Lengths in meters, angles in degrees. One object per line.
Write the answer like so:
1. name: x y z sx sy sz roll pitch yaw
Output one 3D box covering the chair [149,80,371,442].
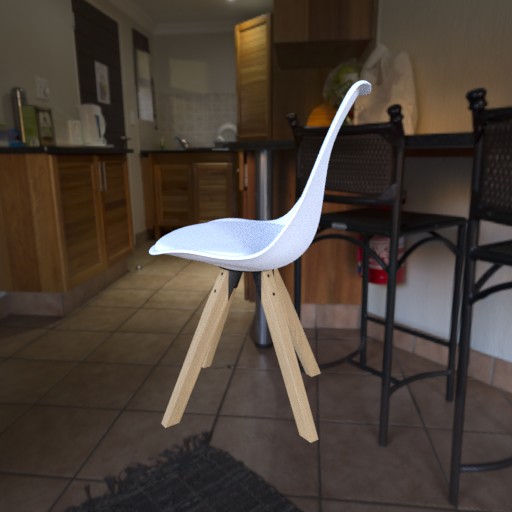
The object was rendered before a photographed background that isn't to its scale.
1. chair: 0.000 0.000 1.193 0.550 0.849 0.485 2 14 9
